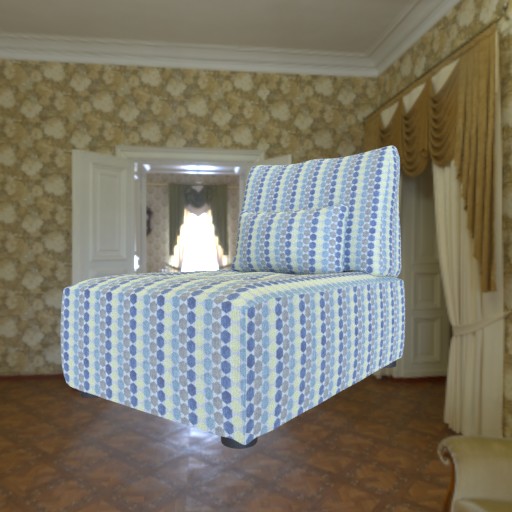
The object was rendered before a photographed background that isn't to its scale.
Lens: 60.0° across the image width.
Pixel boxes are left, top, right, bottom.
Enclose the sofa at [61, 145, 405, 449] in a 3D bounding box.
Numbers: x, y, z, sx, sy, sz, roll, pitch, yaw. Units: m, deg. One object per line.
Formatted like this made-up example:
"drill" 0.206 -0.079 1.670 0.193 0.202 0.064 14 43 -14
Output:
"sofa" 0.000 0.000 1.503 0.700 0.820 1.000 0 1 37
